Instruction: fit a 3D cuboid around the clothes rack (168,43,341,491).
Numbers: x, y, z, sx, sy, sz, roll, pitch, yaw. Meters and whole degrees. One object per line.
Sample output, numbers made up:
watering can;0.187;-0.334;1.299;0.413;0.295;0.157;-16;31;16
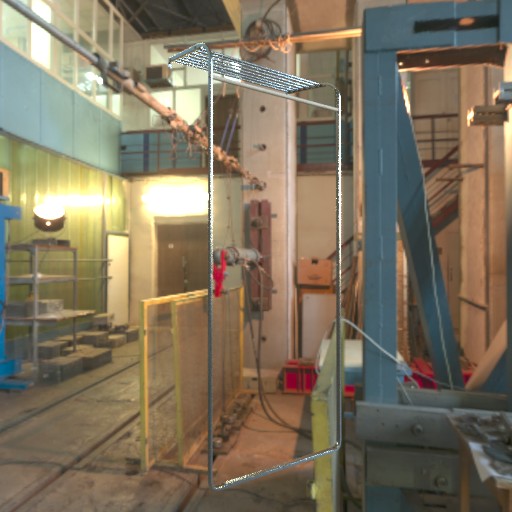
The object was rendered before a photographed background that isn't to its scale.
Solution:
clothes rack;0.000;0.000;1.780;0.609;1.574;0.349;0;-1;-35
